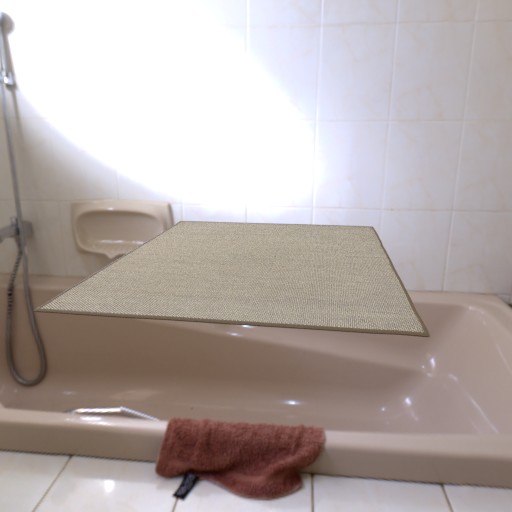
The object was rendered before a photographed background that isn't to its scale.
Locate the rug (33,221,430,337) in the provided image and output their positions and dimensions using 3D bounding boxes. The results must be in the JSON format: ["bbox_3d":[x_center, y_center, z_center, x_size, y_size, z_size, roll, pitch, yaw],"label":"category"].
[{"bbox_3d":[0.000,0.000,4.065,2.413,0.020,3.041,2,16,8],"label":"rug"}]
